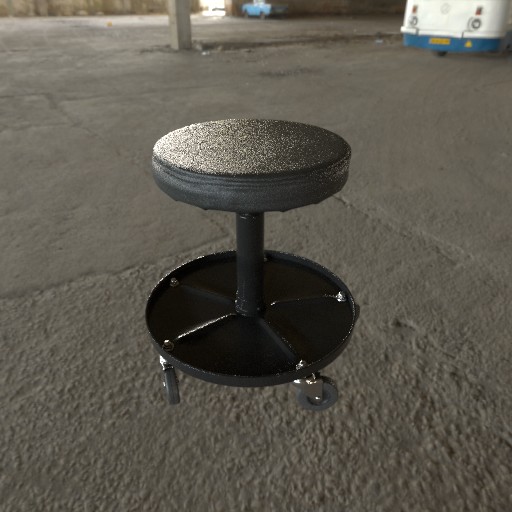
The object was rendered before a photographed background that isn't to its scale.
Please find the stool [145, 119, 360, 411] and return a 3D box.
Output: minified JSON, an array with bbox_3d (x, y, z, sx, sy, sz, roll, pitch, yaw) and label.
[{"bbox_3d":[0.000,0.000,0.700,0.382,0.365,0.381,-18,35,-28],"label":"stool"}]
